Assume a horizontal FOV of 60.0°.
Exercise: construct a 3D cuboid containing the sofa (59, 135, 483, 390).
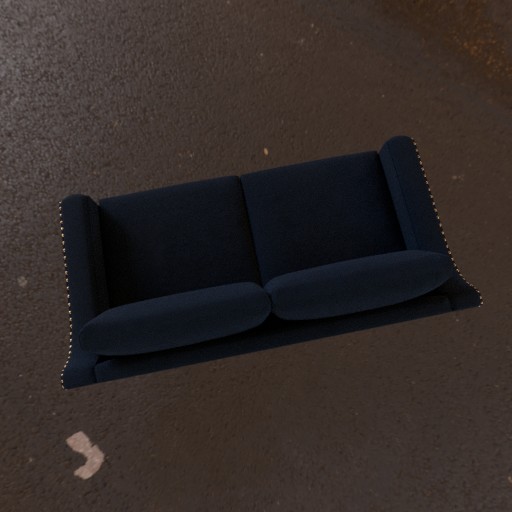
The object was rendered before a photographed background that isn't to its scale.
[{"bbox_3d":[0.000,0.000,2.607,2.107,0.983,1.104,-11,76,-3],"label":"sofa"}]
